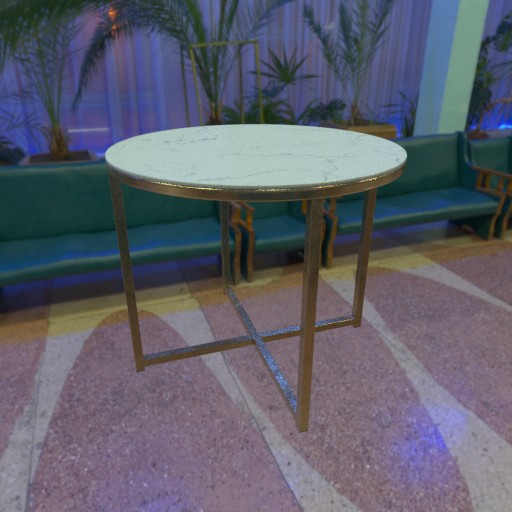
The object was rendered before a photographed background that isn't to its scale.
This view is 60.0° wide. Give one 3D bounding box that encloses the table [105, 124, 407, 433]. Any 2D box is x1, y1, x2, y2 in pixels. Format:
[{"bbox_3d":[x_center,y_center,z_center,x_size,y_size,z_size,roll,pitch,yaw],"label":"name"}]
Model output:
[{"bbox_3d":[0.000,0.000,0.855,0.500,0.420,0.500,0,25,0],"label":"table"}]
